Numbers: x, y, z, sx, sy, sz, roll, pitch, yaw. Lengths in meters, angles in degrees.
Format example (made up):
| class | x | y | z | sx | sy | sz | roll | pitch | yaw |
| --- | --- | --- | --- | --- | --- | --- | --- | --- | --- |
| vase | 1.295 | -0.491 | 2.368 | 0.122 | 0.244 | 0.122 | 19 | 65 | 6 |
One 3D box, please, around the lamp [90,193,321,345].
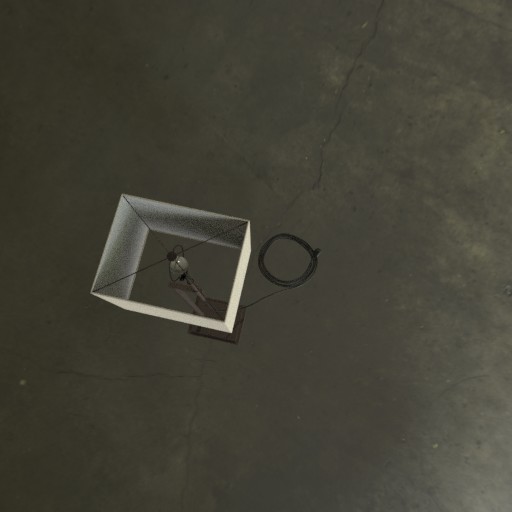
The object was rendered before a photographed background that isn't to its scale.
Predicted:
| class | x | y | z | sx | sy | sz | roll | pitch | yaw |
| --- | --- | --- | --- | --- | --- | --- | --- | --- | --- |
| lamp | 0.000 | 0.000 | 1.981 | 0.698 | 1.600 | 0.774 | 12 | 76 | 3 |
